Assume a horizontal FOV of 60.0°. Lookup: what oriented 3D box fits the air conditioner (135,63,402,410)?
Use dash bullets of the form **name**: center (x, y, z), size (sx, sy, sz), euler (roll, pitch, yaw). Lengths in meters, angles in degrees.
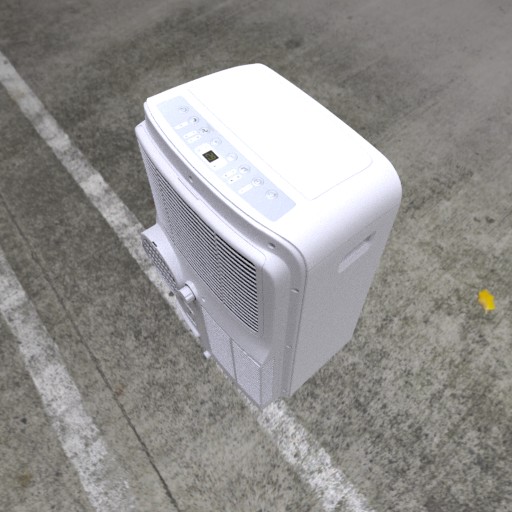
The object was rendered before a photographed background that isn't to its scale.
- **air conditioner**: center (0.000, 0.000, 0.974), size (0.365, 0.700, 0.454), euler (-33, 63, -20)
